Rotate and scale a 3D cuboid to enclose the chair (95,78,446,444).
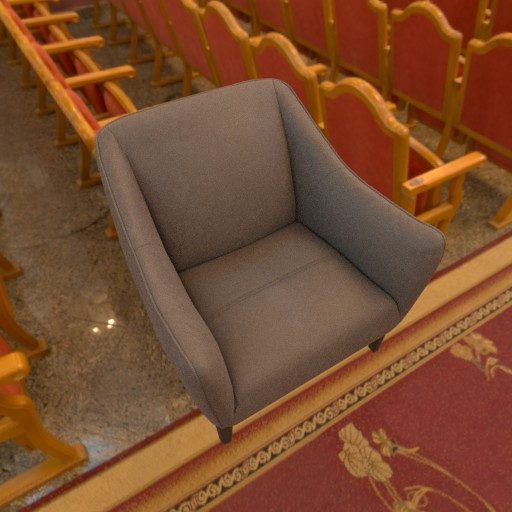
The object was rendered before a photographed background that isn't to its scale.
[{"bbox_3d":[0.000,0.000,1.546,0.871,0.830,0.852,-24,51,-21],"label":"chair"}]
